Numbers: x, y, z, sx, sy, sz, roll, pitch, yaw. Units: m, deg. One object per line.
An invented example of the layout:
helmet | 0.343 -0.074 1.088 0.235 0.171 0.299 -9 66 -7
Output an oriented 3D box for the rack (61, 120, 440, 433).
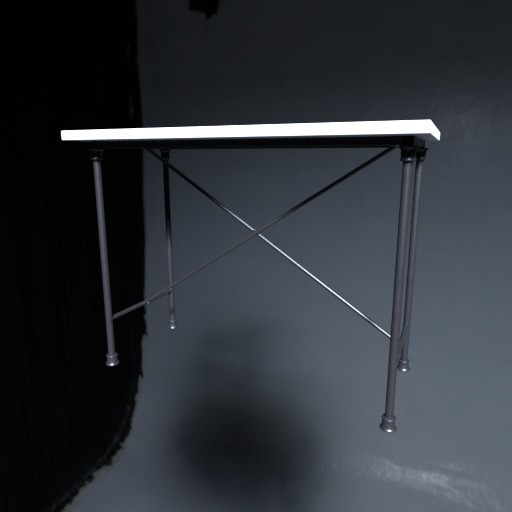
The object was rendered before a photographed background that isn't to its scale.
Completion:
rack | 0.000 0.000 1.626 1.159 0.880 0.613 6 14 23
